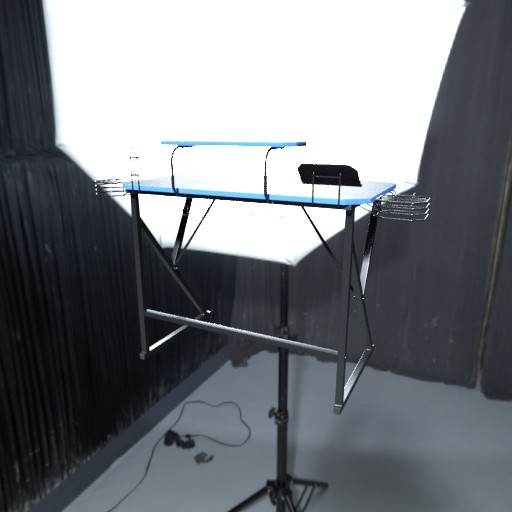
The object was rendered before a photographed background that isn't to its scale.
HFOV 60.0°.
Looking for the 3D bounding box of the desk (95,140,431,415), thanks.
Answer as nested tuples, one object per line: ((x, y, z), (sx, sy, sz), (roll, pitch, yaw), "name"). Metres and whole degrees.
((0.000, 0.000, 1.796), (1.295, 0.909, 0.594), (8, 17, 26), "desk")
